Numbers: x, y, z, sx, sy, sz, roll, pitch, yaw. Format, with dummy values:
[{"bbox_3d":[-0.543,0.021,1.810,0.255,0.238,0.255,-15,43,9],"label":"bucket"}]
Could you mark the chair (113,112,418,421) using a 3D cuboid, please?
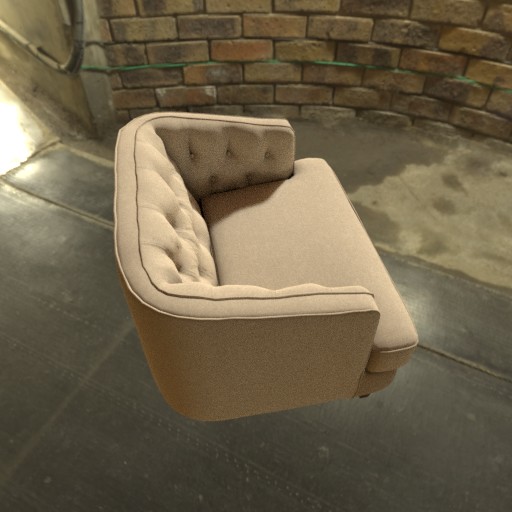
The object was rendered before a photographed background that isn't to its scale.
[{"bbox_3d":[0.000,0.000,1.783,0.941,0.852,1.104,-9,48,-8],"label":"chair"}]
